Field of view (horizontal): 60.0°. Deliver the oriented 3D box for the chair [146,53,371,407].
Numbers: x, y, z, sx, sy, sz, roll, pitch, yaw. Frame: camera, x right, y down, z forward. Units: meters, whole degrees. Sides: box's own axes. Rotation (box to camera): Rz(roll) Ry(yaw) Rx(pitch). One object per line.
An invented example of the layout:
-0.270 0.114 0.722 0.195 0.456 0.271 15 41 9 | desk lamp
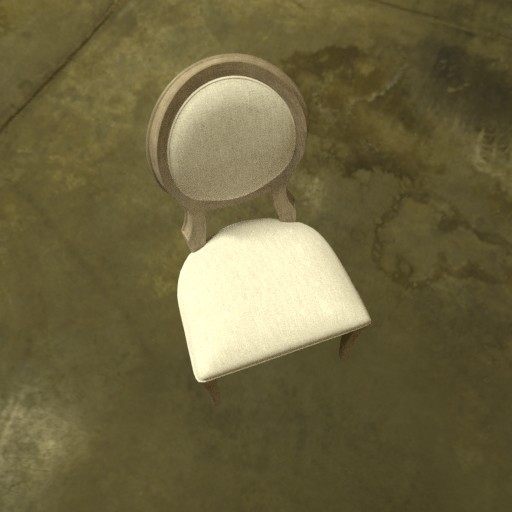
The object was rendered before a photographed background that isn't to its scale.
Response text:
0.000 0.000 1.349 0.558 0.990 0.602 -17 65 -8 | chair
